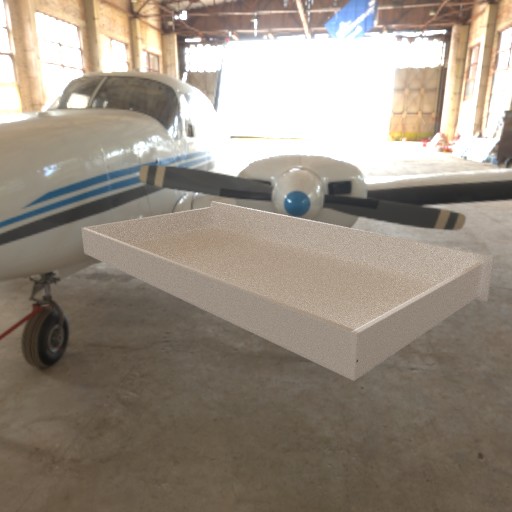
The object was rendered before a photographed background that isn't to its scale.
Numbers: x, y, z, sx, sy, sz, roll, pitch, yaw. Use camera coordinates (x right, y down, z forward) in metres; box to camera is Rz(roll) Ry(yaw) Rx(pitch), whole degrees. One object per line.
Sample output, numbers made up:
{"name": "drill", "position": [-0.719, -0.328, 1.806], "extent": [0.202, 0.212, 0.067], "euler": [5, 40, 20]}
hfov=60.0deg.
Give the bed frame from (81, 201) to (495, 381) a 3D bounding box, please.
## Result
{"name": "bed frame", "position": [0.000, 0.000, 1.528], "extent": [0.670, 0.141, 1.300], "euler": [-16, 23, -42]}
